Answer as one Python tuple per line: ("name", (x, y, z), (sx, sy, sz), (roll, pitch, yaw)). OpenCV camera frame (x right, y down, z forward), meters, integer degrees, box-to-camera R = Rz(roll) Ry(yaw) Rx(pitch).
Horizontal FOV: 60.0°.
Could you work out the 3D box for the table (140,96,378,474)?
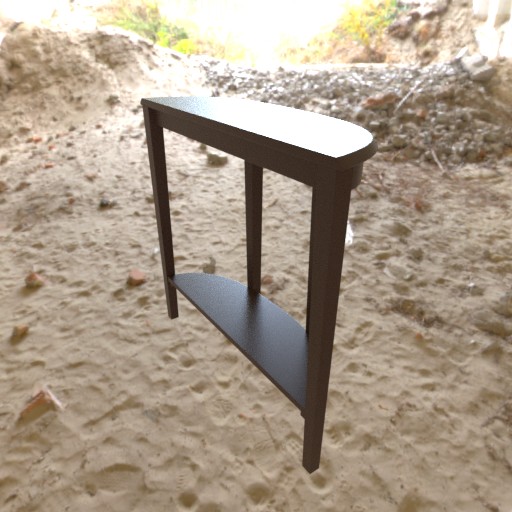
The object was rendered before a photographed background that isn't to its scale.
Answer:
("table", (0.000, 0.000, 1.339), (0.274, 0.831, 0.909), (-18, 32, -30))
